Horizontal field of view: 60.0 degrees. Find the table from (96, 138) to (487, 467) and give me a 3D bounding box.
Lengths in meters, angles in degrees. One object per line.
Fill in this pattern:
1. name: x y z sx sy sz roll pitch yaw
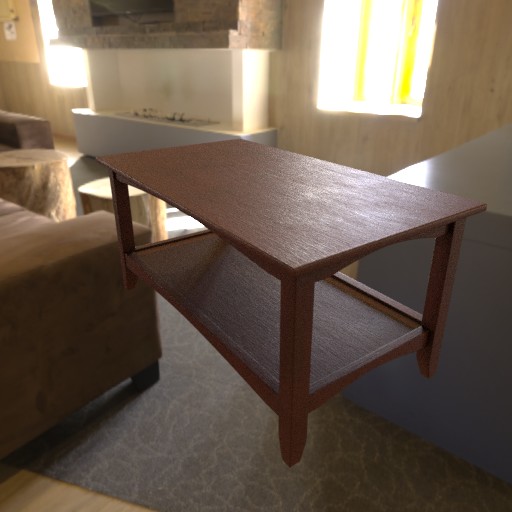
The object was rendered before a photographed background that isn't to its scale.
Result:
1. table: 0.000 0.000 1.240 0.533 0.456 0.943 -17 30 -32
